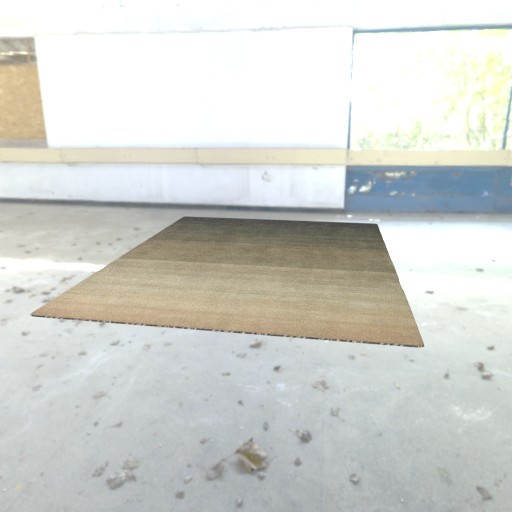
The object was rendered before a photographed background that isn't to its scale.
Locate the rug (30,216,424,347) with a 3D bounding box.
[{"bbox_3d":[0.000,0.000,3.865,2.305,0.017,2.902,3,17,9],"label":"rug"}]
